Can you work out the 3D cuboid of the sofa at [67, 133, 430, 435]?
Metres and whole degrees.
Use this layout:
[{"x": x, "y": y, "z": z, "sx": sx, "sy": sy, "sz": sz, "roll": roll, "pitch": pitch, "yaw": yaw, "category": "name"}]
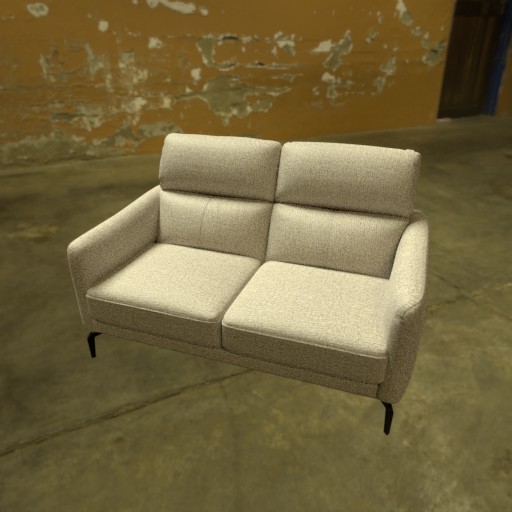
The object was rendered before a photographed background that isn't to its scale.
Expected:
[{"x": 0.000, "y": 0.000, "z": 2.110, "sx": 1.540, "sy": 0.950, "sz": 0.905, "roll": 9, "pitch": 27, "yaw": 18, "category": "sofa"}]
